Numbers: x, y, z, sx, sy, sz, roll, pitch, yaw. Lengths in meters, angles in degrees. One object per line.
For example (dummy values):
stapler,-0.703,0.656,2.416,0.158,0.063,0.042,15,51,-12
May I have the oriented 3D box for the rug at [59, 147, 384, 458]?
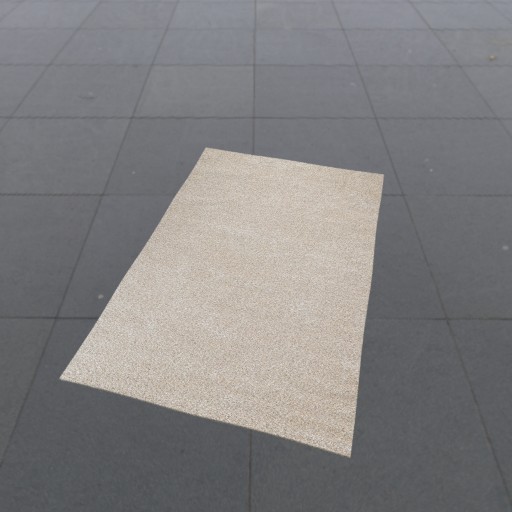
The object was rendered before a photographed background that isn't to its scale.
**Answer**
rug,0.000,0.000,3.495,1.800,0.025,2.699,11,47,10
